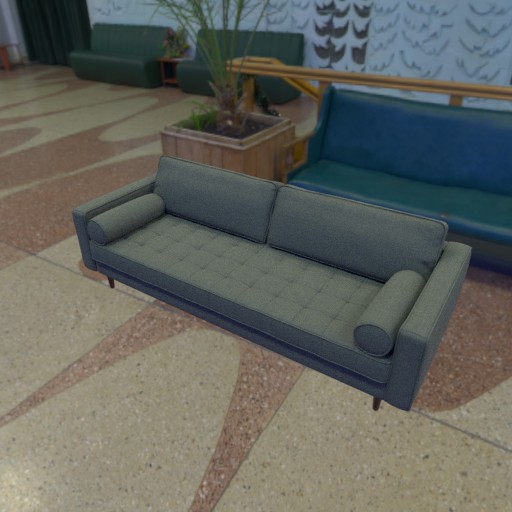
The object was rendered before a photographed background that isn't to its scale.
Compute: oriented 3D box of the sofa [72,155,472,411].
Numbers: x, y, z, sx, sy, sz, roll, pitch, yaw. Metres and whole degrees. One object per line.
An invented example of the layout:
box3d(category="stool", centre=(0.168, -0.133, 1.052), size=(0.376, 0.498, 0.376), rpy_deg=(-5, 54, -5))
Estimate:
box3d(category="sofa", centre=(0.000, 0.000, 2.652), size=(2.198, 0.762, 0.914), rpy_deg=(19, 36, 28))
